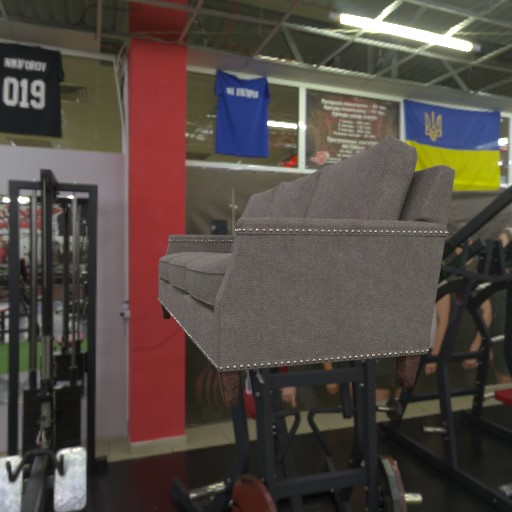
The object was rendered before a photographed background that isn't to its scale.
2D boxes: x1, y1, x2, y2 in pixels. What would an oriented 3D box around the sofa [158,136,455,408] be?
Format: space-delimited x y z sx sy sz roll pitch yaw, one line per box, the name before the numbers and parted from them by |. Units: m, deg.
sofa | 0.000 0.000 2.717 1.034 1.042 2.226 0 1 -18
